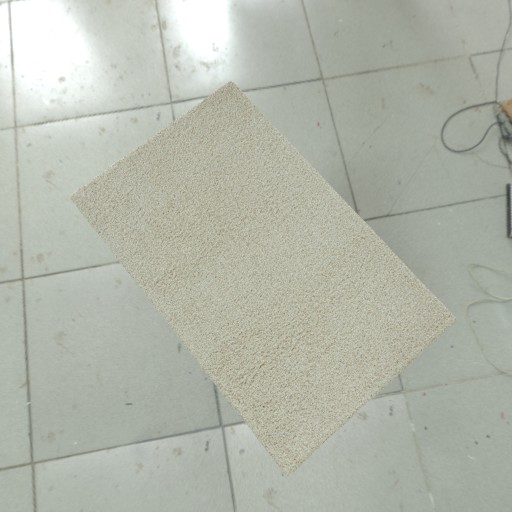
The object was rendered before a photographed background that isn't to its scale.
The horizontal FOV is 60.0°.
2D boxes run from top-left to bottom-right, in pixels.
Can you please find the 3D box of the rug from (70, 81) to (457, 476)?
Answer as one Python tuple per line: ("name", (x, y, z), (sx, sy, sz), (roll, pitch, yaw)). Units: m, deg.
("rug", (0.000, 0.000, 3.117), (1.524, 0.030, 2.438), (-39, 79, -9))
